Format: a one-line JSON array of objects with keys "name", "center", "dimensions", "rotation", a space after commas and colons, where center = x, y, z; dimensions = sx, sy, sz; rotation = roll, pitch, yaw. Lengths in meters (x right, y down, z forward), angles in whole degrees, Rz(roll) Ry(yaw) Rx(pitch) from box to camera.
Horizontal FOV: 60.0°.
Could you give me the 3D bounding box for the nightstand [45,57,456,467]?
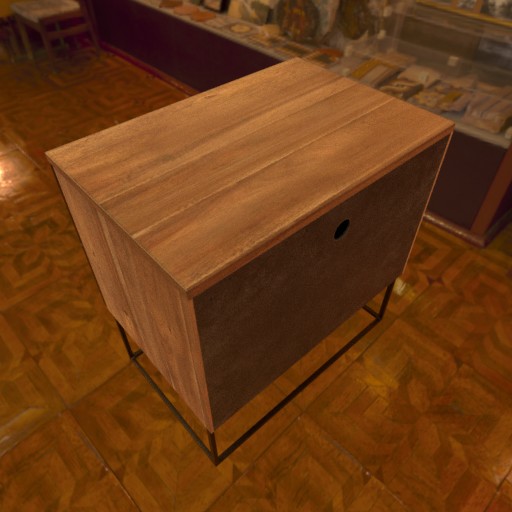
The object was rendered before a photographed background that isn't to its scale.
[{"name": "nightstand", "center": [0.000, 0.000, 1.000], "dimensions": [0.605, 0.611, 0.427], "rotation": [-33, 54, -28]}]
